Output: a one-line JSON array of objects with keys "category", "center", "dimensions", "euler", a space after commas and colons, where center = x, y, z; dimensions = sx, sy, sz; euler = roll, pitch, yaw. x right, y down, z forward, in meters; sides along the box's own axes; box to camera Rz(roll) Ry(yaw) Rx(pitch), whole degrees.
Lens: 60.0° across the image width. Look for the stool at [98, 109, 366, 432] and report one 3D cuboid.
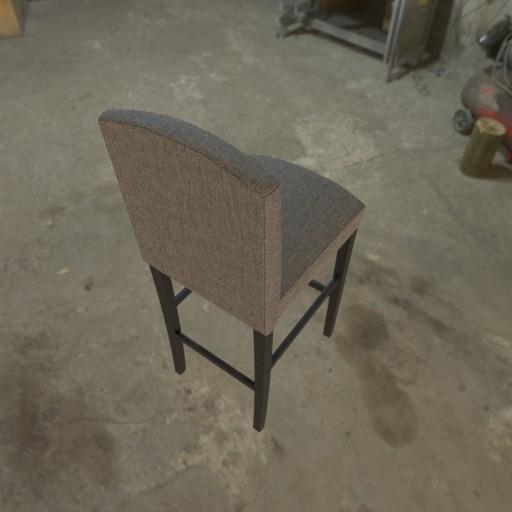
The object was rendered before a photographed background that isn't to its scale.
[{"category": "stool", "center": [0.000, 0.000, 1.385], "dimensions": [0.451, 1.138, 0.552], "euler": [28, 53, 24]}]
